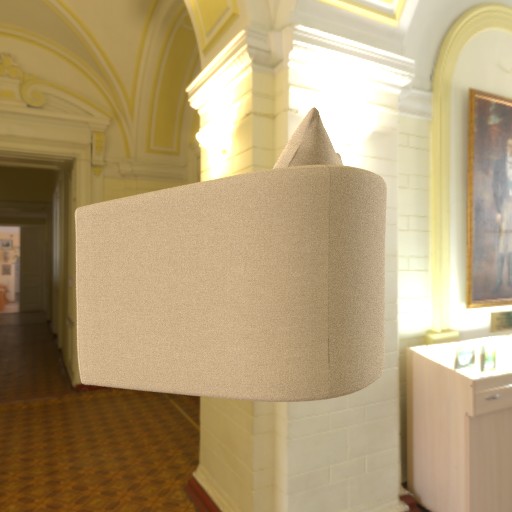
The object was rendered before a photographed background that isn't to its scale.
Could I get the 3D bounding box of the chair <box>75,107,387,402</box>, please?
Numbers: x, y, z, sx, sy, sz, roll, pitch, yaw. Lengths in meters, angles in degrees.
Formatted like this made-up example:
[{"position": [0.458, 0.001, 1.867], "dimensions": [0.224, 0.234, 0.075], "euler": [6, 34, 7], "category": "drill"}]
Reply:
[{"position": [0.000, 0.000, 1.605], "dimensions": [0.910, 0.848, 0.845], "euler": [0, -1, 18], "category": "chair"}]
